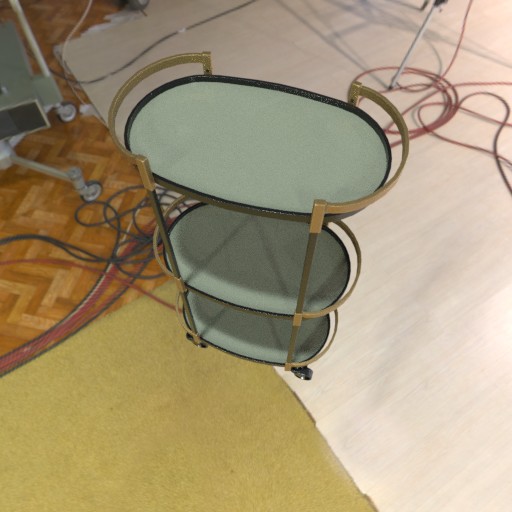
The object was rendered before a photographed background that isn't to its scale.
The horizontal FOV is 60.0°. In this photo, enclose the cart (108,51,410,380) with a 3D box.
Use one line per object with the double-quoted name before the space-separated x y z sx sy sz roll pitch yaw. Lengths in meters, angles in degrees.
"cart" 0.000 0.000 1.126 0.515 0.885 0.311 15 60 9
